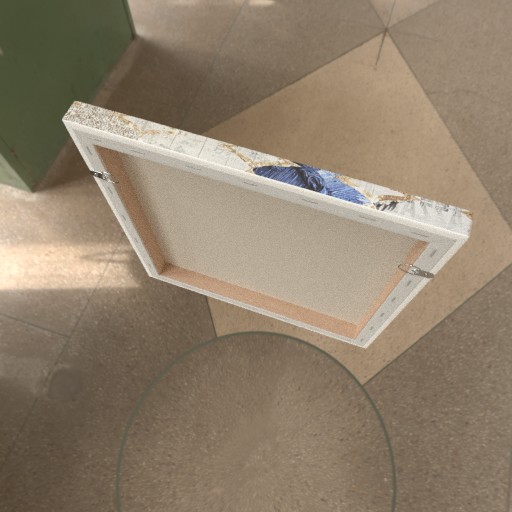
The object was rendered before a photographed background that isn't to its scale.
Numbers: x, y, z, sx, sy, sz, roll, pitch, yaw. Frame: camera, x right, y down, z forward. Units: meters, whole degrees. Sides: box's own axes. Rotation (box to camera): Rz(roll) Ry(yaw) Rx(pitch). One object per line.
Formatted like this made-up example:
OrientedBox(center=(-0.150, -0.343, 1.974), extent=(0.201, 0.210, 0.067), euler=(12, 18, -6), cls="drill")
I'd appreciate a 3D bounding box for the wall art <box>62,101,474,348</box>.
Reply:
OrientedBox(center=(0.000, 0.000, 0.753), extent=(0.507, 0.508, 0.038), euler=(18, 66, 8), cls="wall art")
